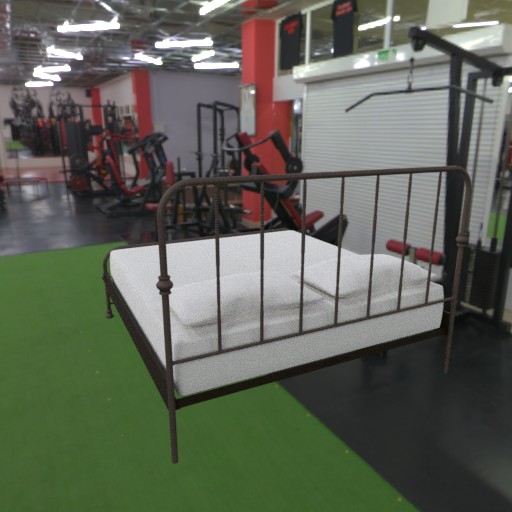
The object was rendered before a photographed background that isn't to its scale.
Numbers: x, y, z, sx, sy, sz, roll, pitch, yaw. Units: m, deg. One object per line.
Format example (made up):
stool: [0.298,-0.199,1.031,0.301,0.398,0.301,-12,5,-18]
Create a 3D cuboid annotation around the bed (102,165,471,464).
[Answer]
bed: [0.000,0.000,3.409,2.044,1.446,2.134,-8,18,-26]
